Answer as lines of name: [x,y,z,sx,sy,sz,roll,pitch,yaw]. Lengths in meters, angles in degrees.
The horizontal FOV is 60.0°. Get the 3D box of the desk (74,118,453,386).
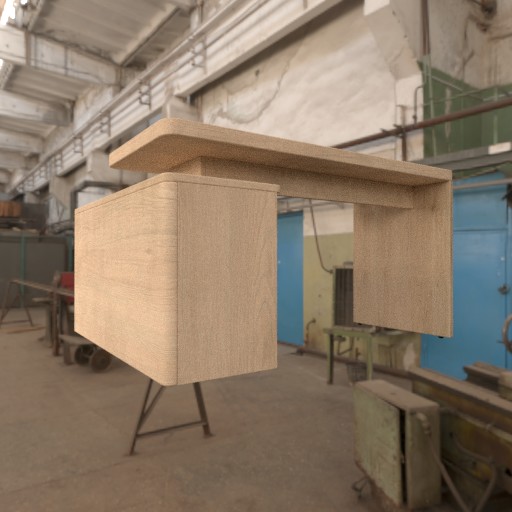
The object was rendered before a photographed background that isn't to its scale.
desk: [0.000,0.000,2.106,1.400,0.770,1.175,0,0,-34]
